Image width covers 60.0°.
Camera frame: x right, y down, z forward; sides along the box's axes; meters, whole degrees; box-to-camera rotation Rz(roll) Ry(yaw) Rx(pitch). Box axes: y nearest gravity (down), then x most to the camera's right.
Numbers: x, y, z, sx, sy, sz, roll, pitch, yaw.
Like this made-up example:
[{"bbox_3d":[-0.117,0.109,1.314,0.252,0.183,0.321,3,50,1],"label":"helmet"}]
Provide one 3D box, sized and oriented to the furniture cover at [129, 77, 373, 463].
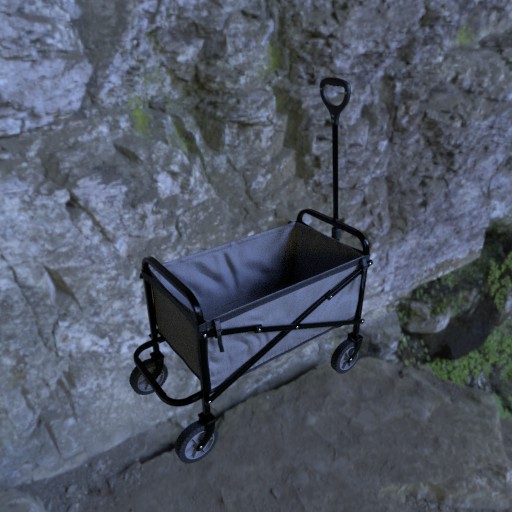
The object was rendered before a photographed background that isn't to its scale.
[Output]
[{"bbox_3d":[0.000,0.000,1.786,1.038,1.295,0.532,-19,34,-32],"label":"furniture cover"}]
